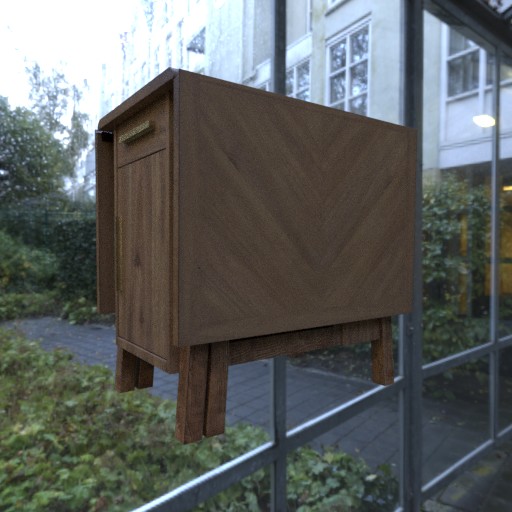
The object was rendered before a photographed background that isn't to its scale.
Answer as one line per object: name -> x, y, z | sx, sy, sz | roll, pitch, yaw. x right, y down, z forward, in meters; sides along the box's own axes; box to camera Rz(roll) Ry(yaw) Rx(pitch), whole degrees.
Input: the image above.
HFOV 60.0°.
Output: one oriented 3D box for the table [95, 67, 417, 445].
table -> 0.000, 0.000, 1.653 | 0.967, 0.981, 0.701 | -1, 2, -36
